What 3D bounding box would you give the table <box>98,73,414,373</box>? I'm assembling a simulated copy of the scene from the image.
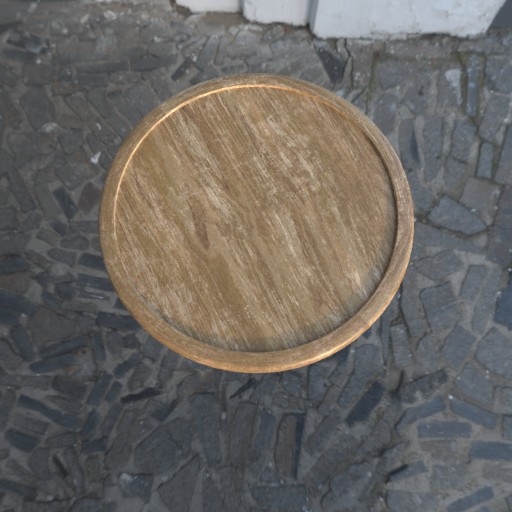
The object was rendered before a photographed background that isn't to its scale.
[{"bbox_3d":[0.000,0.000,0.797,0.407,0.482,0.407,0,75,0],"label":"table"}]
